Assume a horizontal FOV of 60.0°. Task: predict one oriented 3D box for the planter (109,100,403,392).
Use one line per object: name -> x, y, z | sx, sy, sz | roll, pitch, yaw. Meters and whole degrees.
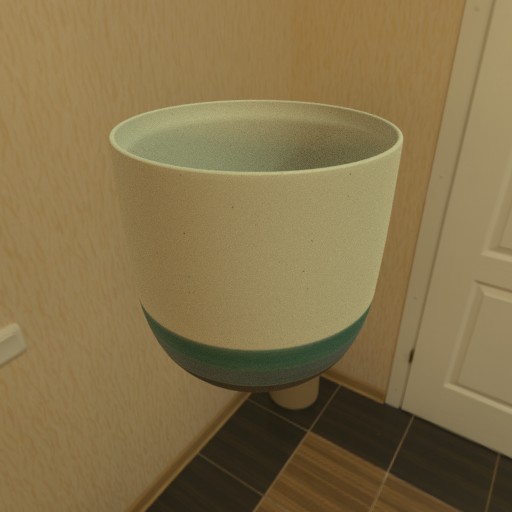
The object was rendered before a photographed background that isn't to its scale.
planter -> 0.000, 0.000, 0.371 | 0.204, 0.214, 0.204 | 0, 30, 0
